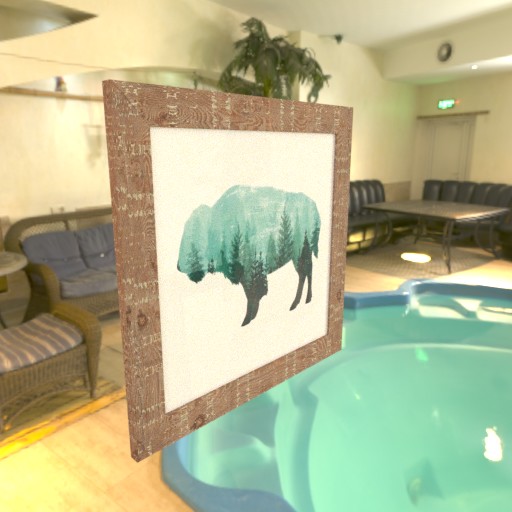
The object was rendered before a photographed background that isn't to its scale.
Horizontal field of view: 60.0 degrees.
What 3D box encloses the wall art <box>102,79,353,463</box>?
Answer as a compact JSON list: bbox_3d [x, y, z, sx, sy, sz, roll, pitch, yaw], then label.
[{"bbox_3d":[0.000,0.000,0.563,0.022,0.380,0.380,13,19,43],"label":"wall art"}]
